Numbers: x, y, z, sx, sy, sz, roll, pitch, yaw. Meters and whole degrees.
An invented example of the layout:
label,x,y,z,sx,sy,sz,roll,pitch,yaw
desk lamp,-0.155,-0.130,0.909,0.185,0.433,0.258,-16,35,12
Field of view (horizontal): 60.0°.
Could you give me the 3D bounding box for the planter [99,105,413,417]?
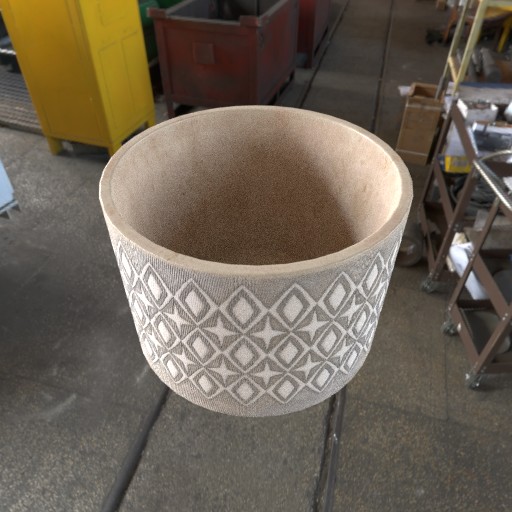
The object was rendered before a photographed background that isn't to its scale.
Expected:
label,x,y,z,sx,sy,sz,roll,pitch,yaw
planter,0.000,0.000,0.281,0.164,0.127,0.164,0,42,0
